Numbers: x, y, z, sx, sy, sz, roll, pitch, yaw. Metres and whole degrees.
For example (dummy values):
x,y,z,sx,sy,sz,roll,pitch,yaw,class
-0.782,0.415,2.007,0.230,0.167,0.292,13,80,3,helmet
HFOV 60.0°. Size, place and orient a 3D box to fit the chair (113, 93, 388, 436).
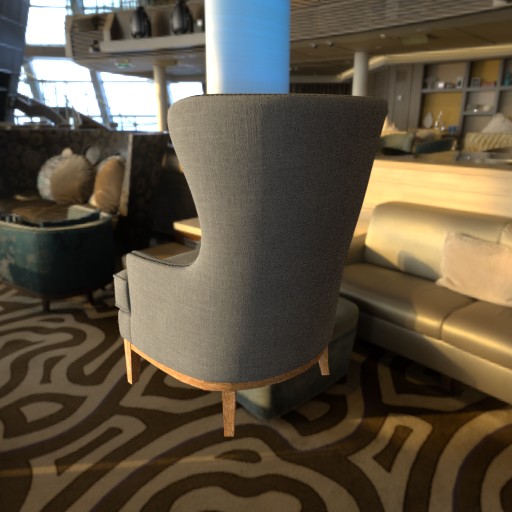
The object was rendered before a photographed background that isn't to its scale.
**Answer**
x,y,z,sx,sy,sz,roll,pitch,yaw,class
0.000,0.000,1.761,0.864,1.176,0.883,-16,24,-42,chair
